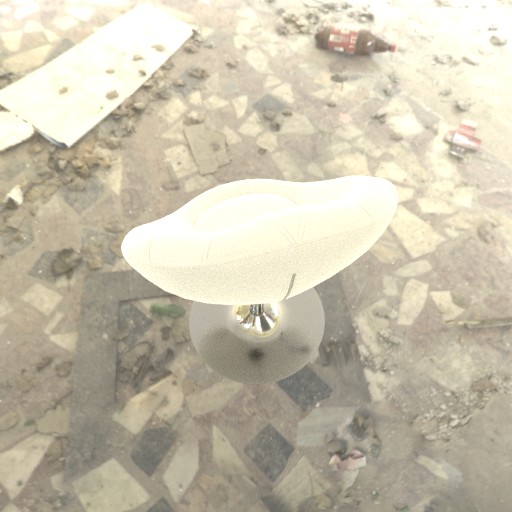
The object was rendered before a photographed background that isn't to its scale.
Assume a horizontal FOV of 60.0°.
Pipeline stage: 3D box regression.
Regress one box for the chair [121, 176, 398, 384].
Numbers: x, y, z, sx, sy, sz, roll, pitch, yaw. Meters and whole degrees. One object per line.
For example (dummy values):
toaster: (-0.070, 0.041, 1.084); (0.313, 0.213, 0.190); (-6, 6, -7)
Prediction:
chair: (0.000, 0.000, 1.802); (0.940, 1.261, 0.736); (-15, 60, -9)
